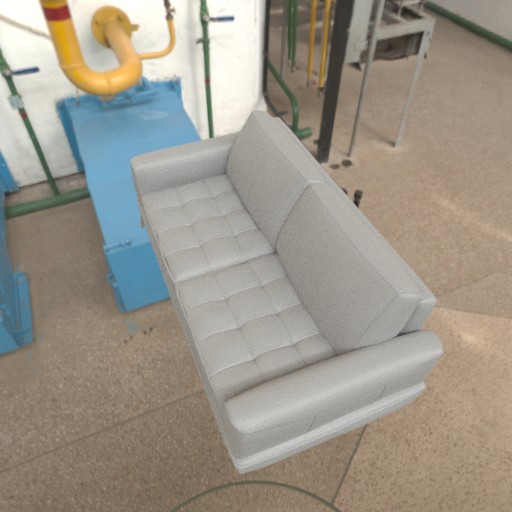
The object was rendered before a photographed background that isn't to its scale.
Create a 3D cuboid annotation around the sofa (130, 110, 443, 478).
[{"bbox_3d":[0.000,0.000,2.707,1.121,0.930,2.177,-17,50,-15],"label":"sofa"}]
